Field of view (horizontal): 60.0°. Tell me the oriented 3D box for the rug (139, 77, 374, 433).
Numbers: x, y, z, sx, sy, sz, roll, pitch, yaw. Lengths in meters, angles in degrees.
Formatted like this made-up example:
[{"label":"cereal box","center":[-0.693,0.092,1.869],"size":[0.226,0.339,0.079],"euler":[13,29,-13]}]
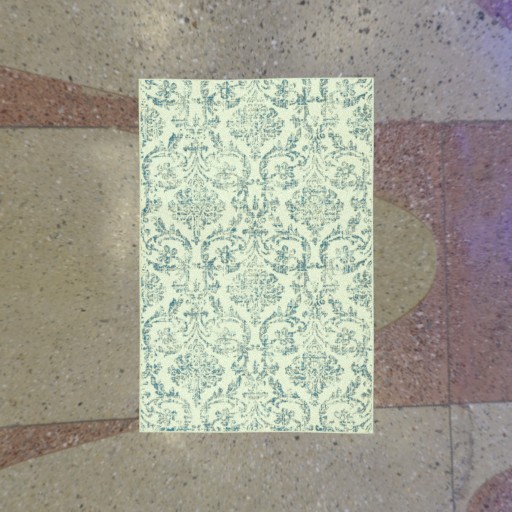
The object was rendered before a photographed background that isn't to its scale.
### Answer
[{"label":"rug","center":[0.000,0.000,3.432],"size":[1.819,0.018,2.746],"euler":[0,90,1]}]
